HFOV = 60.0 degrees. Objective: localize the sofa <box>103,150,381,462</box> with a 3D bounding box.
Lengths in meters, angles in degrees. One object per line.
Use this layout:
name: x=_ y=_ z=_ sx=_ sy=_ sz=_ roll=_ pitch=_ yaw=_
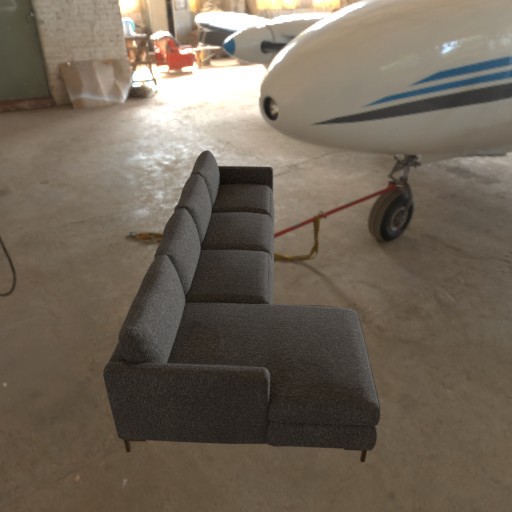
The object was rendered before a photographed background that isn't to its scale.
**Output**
sofa: x=0.000 y=0.000 z=3.389 sx=1.350 sy=0.810 sz=2.932 roll=1 pitch=31 yaw=2
